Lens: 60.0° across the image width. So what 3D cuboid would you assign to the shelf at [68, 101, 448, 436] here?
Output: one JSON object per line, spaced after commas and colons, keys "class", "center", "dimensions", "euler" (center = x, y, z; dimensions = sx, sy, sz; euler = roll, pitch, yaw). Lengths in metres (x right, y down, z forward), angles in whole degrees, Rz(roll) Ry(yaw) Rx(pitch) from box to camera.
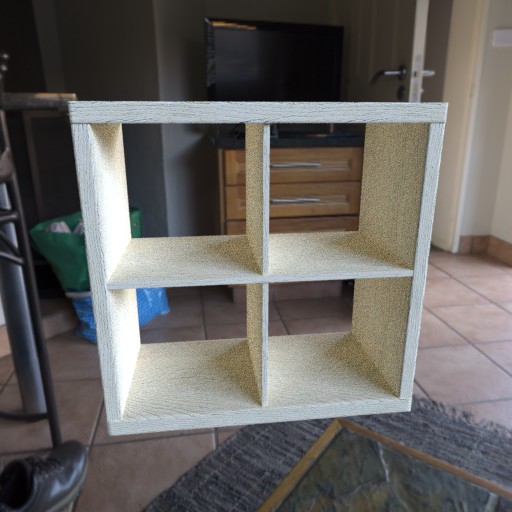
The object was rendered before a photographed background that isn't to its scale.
{"class": "shelf", "center": [0.000, 0.000, 1.215], "dimensions": [0.790, 0.786, 0.390], "euler": [-2, 18, -7]}
